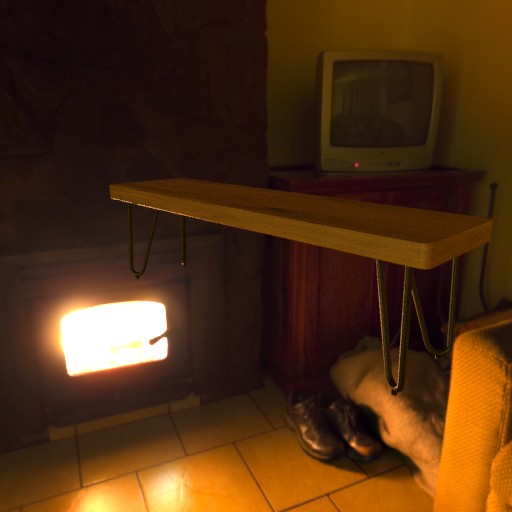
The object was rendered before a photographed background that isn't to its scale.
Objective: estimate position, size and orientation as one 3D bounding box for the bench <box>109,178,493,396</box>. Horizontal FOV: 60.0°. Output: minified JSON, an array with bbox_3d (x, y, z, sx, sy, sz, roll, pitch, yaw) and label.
[{"bbox_3d":[0.000,0.000,1.753,0.425,0.462,1.570,-15,22,-42],"label":"bench"}]
